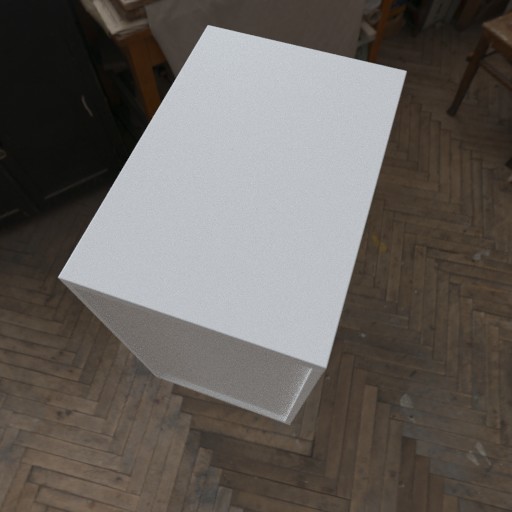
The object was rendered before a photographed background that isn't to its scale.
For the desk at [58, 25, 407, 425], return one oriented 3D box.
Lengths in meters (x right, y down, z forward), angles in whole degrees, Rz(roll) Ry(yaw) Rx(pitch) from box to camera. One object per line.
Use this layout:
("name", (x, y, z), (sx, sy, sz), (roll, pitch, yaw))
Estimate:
("desk", (0.000, 0.000, 1.069), (0.404, 0.730, 0.600), (17, 65, 8))
